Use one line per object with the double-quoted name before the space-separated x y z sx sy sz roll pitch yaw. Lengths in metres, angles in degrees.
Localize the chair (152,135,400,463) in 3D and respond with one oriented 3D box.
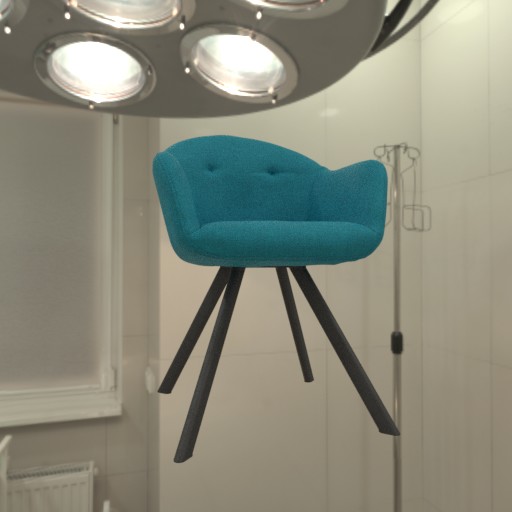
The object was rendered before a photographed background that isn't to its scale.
"chair" 0.000 0.000 1.159 0.545 0.775 0.565 0 -1 -16
